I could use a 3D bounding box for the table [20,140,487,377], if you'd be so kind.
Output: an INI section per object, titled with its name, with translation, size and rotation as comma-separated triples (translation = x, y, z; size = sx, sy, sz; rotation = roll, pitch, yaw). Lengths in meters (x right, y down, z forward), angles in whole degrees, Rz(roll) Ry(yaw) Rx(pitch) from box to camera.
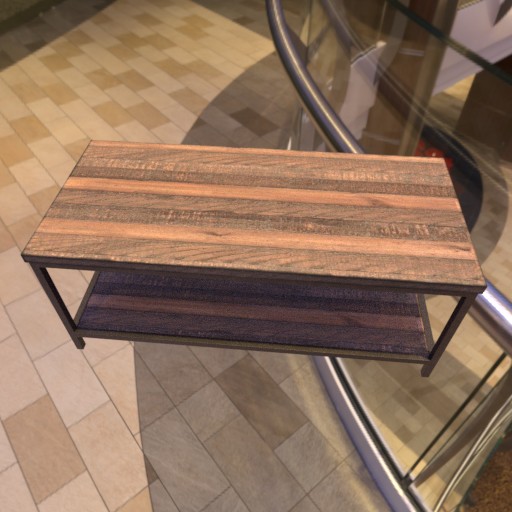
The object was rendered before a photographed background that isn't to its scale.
[table]
translation = 0.000, 0.000, 1.234
size = 0.990, 0.399, 0.452
rotation = 4, 47, 3
